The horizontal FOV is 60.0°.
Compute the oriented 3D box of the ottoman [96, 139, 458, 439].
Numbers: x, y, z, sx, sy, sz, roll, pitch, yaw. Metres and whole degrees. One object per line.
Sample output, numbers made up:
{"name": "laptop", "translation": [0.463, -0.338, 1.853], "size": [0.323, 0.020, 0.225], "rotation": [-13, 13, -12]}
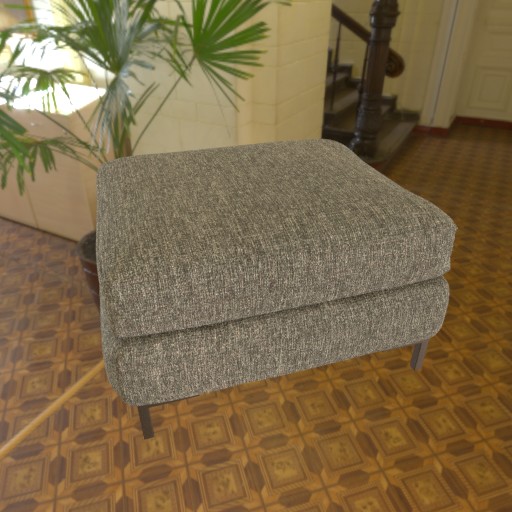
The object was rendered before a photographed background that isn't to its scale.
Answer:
{"name": "ottoman", "translation": [0.000, 0.000, 1.217], "size": [0.828, 0.480, 0.683], "rotation": [-9, 33, -15]}
